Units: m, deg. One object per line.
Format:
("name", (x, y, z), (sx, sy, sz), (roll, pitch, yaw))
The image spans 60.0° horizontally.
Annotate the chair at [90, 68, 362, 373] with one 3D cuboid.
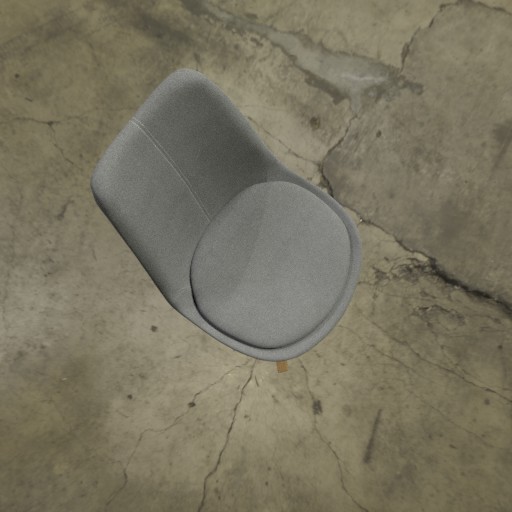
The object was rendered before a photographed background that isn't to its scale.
("chair", (0.000, 0.000, 1.172), (0.549, 0.863, 0.474), (32, 78, 8))
